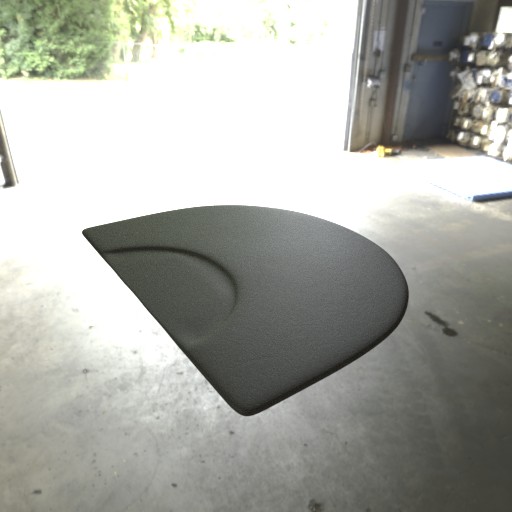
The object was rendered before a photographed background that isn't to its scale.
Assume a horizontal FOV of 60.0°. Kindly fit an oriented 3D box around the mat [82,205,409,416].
[{"bbox_3d":[0.000,0.000,1.599,0.917,0.016,1.220,-17,31,-31],"label":"mat"}]
